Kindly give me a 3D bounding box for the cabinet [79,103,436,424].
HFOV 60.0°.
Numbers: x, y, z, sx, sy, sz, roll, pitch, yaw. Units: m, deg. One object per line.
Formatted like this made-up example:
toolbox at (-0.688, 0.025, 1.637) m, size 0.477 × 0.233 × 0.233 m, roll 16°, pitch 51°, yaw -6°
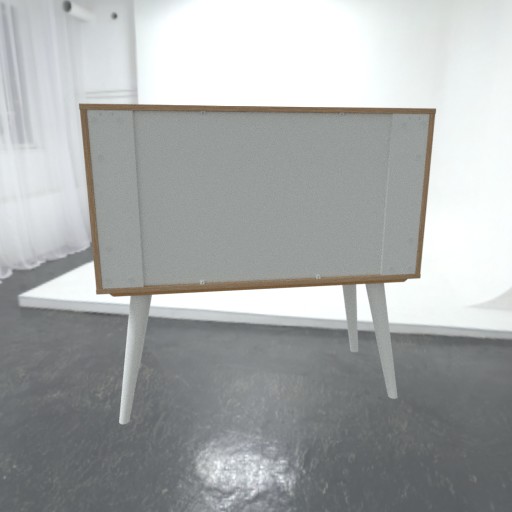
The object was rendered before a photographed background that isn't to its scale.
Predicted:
cabinet at (0.000, 0.000, 1.640) m, size 1.057 × 1.016 × 0.470 m, roll -2°, pitch 14°, yaw -9°
